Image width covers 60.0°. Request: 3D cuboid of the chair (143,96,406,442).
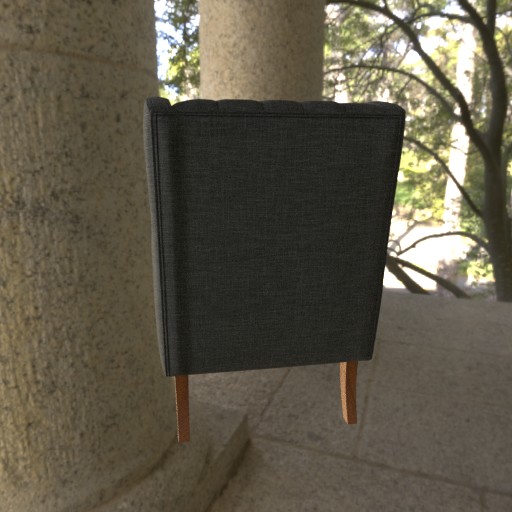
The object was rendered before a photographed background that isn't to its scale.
[{"bbox_3d":[0.000,0.000,1.492,0.711,0.953,0.775,-2,13,-9],"label":"chair"}]
